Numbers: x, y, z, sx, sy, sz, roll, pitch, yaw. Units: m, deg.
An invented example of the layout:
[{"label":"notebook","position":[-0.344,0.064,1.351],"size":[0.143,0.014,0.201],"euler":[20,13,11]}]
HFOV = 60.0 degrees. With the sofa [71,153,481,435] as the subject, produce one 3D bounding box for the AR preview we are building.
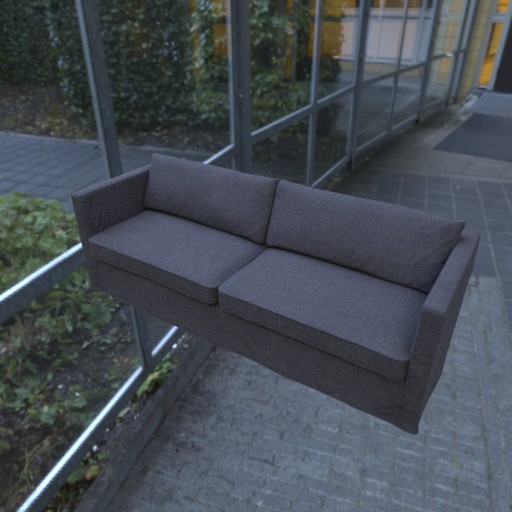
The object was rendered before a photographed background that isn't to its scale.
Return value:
[{"label":"sofa","position":[0.000,0.000,3.238],"size":[2.779,0.998,1.036],"euler":[18,34,28]}]
